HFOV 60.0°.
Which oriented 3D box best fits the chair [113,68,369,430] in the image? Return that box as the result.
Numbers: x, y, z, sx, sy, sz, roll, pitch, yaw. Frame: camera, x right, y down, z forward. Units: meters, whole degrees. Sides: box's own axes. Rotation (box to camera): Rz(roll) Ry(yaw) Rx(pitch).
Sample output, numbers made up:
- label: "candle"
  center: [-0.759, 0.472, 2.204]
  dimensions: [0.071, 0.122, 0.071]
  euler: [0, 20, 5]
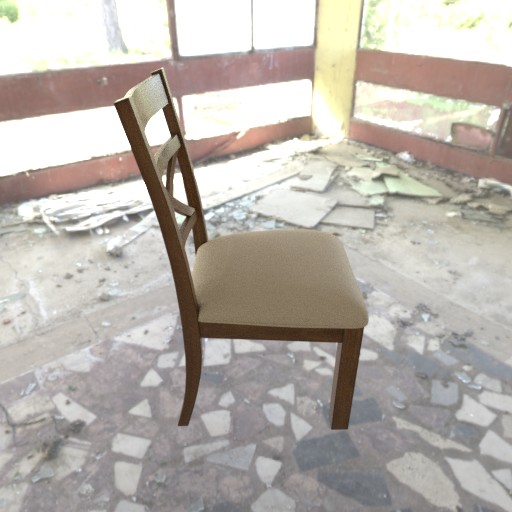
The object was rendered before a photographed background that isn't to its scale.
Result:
- label: "chair"
  center: [0.000, 0.000, 1.269]
  dimensions: [0.581, 0.949, 0.461]
  euler: [0, 31, -1]
